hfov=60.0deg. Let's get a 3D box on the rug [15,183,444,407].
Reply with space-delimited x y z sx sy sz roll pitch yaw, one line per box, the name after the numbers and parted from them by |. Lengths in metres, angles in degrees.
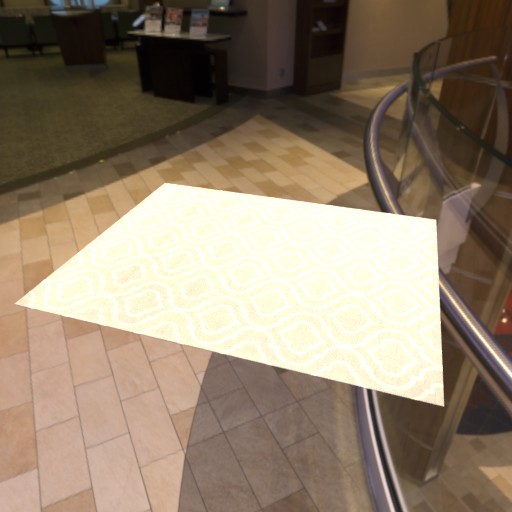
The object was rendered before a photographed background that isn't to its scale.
0.000 0.000 3.710 2.892 0.006 2.283 10 34 15 | rug
